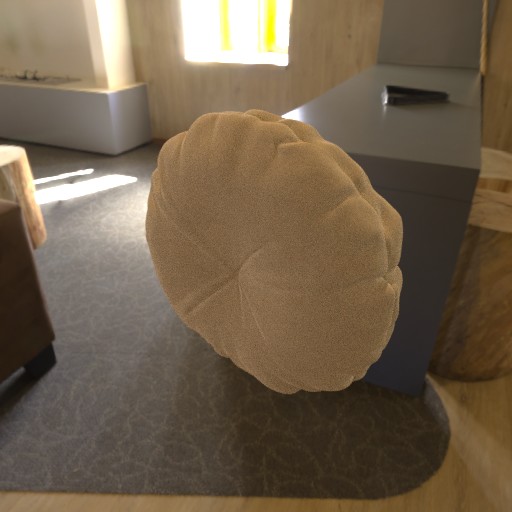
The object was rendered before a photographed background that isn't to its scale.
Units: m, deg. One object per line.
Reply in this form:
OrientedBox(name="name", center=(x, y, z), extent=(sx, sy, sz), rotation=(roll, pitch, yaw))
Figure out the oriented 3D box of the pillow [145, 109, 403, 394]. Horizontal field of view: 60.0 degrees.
OrientedBox(name="pillow", center=(0.000, 0.000, 0.642), extent=(0.428, 0.407, 0.148), rotation=(22, 37, 33))
